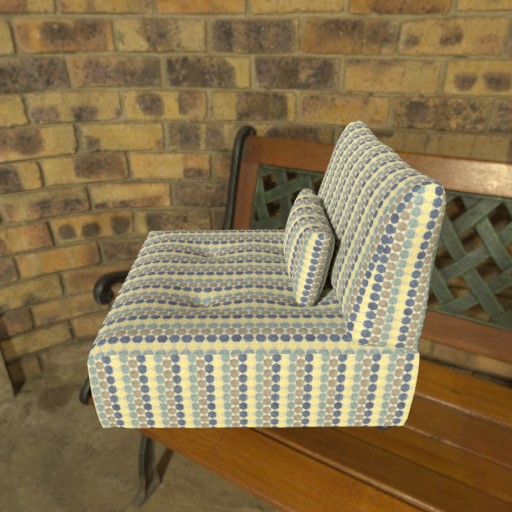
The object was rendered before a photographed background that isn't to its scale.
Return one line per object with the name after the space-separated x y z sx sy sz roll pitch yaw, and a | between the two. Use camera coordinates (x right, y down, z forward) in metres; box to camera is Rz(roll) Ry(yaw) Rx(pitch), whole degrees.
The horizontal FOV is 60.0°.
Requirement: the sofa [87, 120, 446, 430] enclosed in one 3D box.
0.000 0.000 1.652 1.000 0.830 0.930 0 27 0 | sofa
